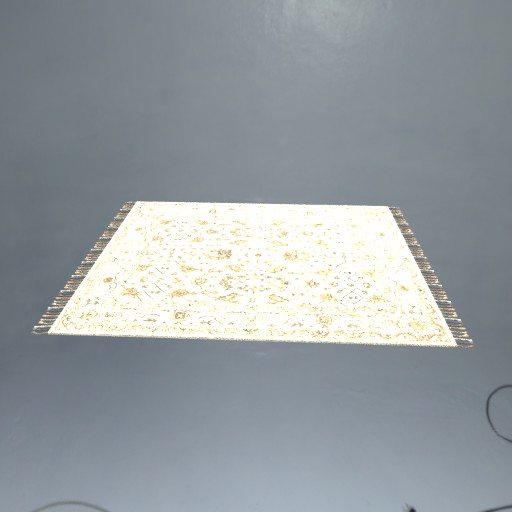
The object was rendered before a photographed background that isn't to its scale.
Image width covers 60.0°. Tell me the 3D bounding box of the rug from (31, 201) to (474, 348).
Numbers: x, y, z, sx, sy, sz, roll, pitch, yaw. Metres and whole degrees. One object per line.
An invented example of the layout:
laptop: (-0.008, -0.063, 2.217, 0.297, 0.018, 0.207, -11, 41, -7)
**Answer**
rug: (0.000, 0.000, 2.257, 1.726, 0.009, 1.278, 1, 31, 2)
